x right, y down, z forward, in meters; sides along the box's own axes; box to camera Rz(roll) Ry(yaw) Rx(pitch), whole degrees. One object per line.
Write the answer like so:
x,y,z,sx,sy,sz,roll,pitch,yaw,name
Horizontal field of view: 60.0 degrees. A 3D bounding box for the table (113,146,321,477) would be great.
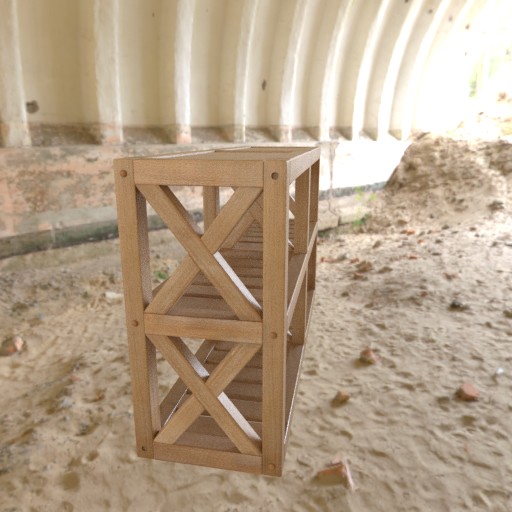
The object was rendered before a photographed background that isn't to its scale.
0.000,0.000,1.642,0.381,0.762,1.320,3,15,11,table
